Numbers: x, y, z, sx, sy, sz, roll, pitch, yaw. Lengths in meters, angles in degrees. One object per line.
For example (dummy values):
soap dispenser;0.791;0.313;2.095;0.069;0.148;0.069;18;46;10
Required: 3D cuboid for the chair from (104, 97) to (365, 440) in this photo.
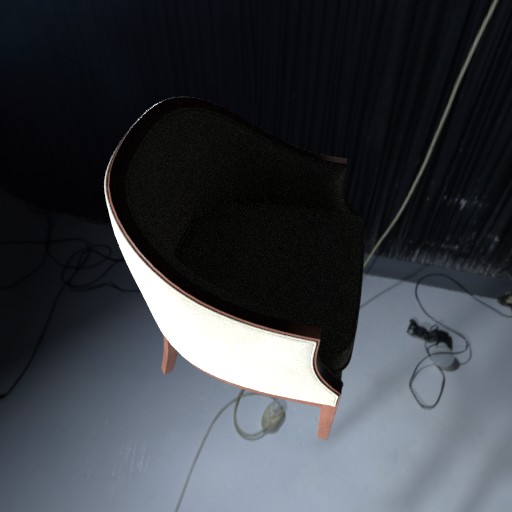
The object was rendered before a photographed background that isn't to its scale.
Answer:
chair;0.000;0.000;1.492;0.735;0.876;0.803;10;48;9
